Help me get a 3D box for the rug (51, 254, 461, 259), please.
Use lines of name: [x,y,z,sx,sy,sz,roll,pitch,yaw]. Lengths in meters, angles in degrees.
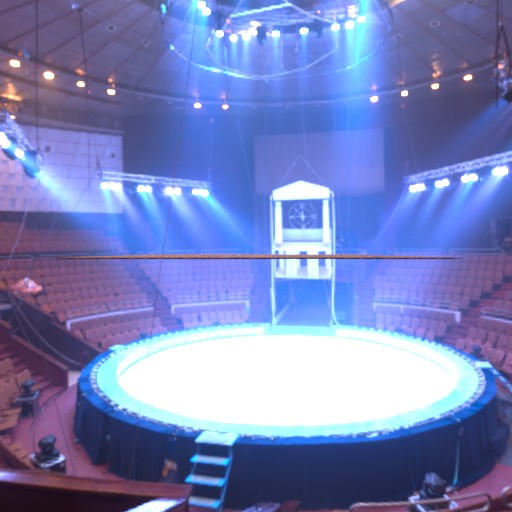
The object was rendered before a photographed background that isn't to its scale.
rug: [0.000,0.000,4.135,2.437,0.010,3.056,0,1,0]
